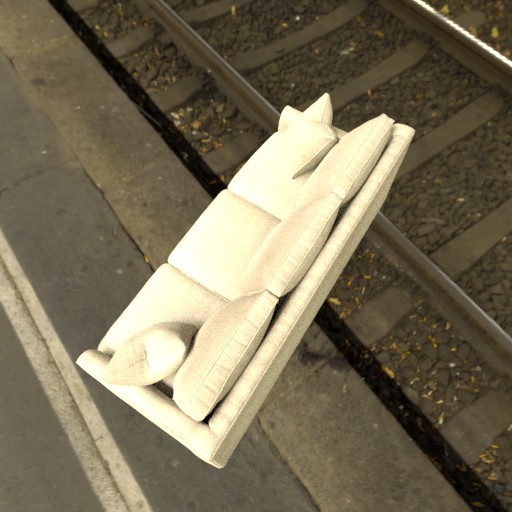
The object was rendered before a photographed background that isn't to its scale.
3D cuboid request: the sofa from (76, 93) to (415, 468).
[{"bbox_3d":[0.000,0.000,2.511,0.865,0.914,2.031,29,66,14],"label":"sofa"}]
